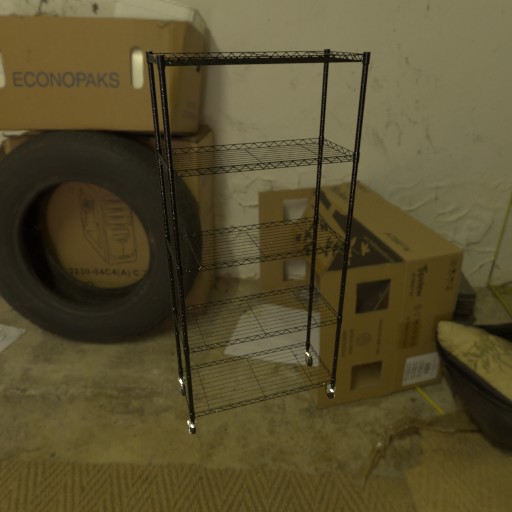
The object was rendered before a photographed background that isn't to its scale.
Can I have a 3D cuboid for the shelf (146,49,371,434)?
[{"bbox_3d":[0.000,0.000,1.962,0.762,1.645,0.356,-8,28,-16],"label":"shelf"}]
